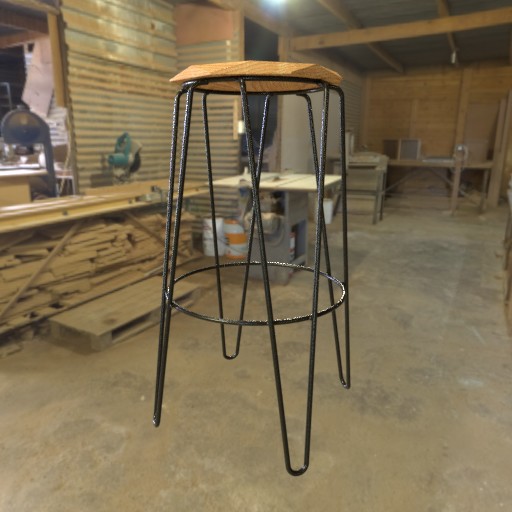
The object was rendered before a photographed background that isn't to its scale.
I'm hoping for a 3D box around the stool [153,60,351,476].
[{"bbox_3d":[0.000,0.000,0.795,0.326,0.610,0.326,8,17,26],"label":"stool"}]
